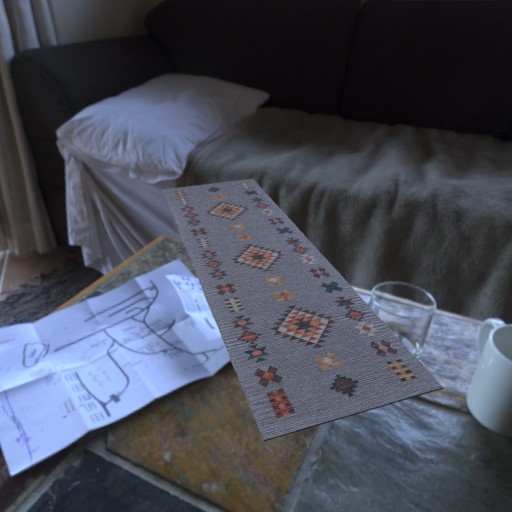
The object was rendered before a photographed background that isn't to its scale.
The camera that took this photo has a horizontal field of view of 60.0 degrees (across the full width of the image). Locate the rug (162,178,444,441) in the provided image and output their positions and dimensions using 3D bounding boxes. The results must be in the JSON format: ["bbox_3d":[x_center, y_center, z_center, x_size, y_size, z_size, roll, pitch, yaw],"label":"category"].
[{"bbox_3d":[0.000,0.000,2.652,0.766,0.008,2.432,-10,32,-16],"label":"rug"}]
